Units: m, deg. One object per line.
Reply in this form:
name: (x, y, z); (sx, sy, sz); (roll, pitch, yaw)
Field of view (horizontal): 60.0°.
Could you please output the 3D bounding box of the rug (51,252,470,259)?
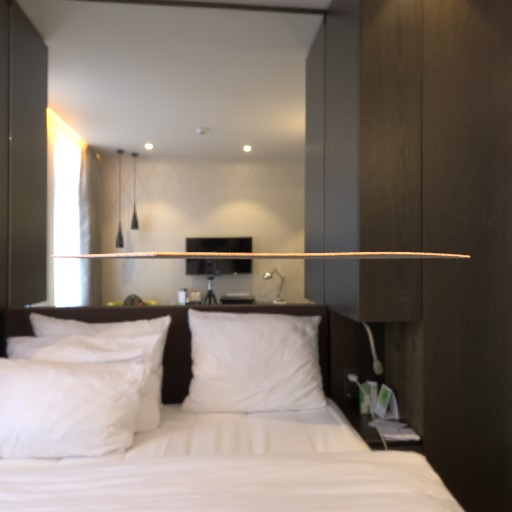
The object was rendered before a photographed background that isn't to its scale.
rug: (0.000, 0.000, 4.117); (3.052, 0.043, 2.453); (0, -1, -36)
